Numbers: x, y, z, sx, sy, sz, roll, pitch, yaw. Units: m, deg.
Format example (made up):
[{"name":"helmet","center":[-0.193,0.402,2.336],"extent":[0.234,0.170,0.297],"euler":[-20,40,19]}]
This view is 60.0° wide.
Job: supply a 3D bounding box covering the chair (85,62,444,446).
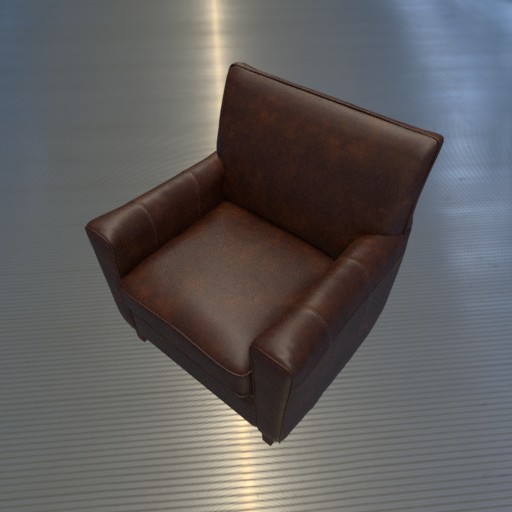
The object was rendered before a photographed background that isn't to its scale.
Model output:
[{"name":"chair","center":[0.000,0.000,1.601],"extent":[0.870,0.943,0.823],"euler":[31,54,26]}]
